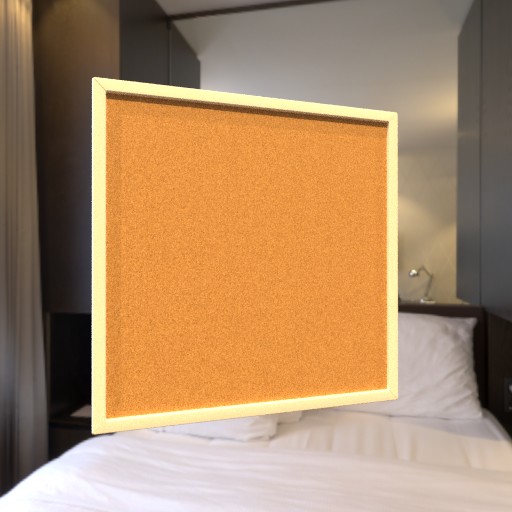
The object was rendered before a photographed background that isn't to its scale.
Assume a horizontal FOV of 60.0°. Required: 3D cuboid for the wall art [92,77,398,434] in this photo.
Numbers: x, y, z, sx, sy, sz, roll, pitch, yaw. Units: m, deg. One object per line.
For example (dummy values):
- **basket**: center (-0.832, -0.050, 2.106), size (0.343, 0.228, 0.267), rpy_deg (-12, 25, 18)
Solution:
- **wall art**: center (0.000, 0.000, 0.441), size (0.305, 0.305, 0.038), rpy_deg (0, 0, -18)
